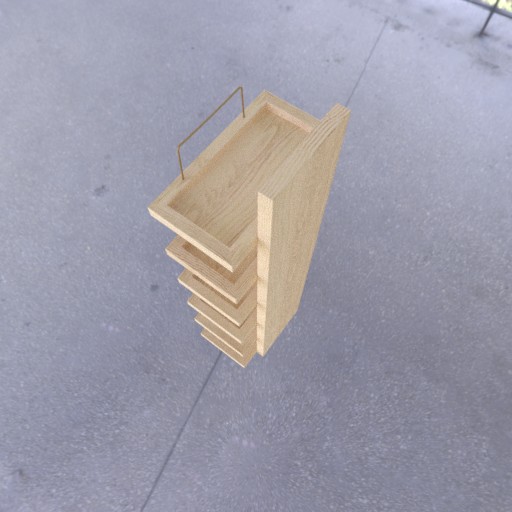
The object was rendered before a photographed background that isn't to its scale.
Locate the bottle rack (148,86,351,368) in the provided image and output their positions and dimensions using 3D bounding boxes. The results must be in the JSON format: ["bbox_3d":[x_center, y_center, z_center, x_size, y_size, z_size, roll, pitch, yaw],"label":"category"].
[{"bbox_3d":[0.000,0.000,1.079,0.206,0.943,0.330,34,69,15],"label":"bottle rack"}]
